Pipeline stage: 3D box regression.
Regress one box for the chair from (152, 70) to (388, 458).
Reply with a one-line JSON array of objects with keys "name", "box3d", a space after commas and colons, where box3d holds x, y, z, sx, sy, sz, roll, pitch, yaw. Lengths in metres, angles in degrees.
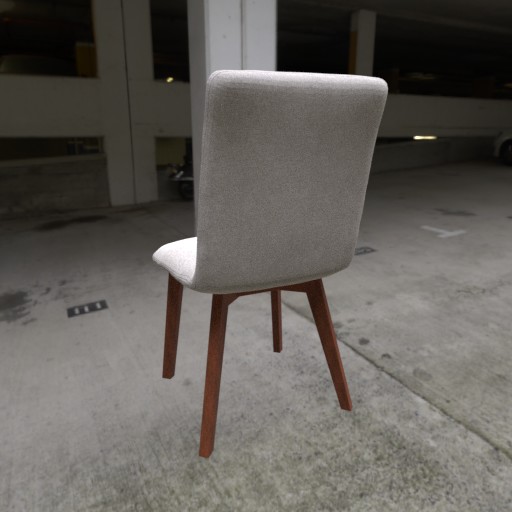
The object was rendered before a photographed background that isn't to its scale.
[{"name": "chair", "box3d": [0.000, 0.000, 1.330, 0.522, 0.974, 0.563, -7, 17, -25]}]
